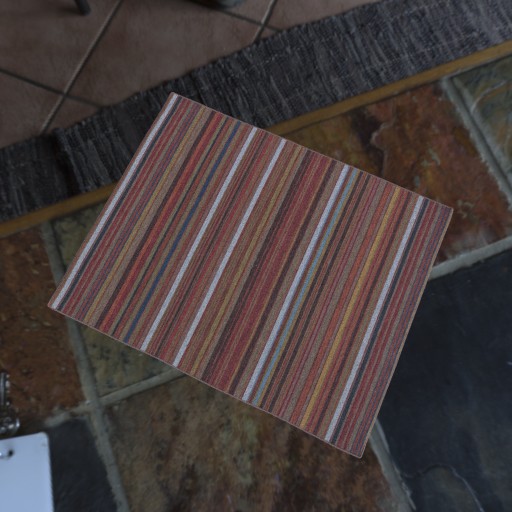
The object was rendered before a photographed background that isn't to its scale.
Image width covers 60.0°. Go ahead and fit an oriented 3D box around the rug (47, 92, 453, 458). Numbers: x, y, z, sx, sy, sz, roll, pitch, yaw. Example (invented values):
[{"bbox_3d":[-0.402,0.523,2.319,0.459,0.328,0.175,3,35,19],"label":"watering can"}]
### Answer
[{"bbox_3d":[0.000,0.000,4.172,3.092,0.023,2.479,24,77,6],"label":"rug"}]
